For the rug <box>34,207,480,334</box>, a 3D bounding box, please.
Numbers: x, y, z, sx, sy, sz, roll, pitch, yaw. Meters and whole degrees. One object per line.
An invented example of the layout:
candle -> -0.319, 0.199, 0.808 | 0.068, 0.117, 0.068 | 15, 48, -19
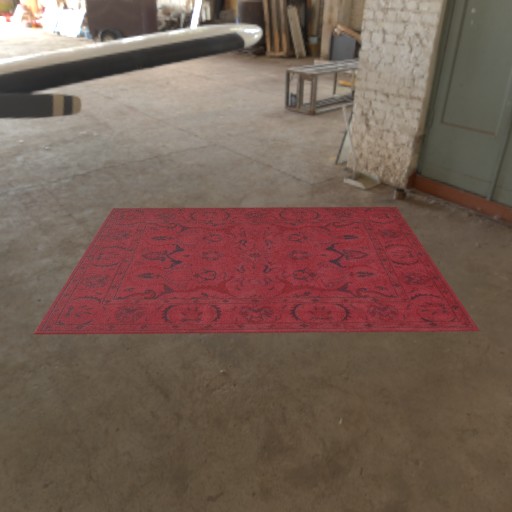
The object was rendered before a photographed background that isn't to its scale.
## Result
rug -> 0.000, 0.000, 2.318 | 1.814, 0.008, 1.209 | 0, 31, -1
